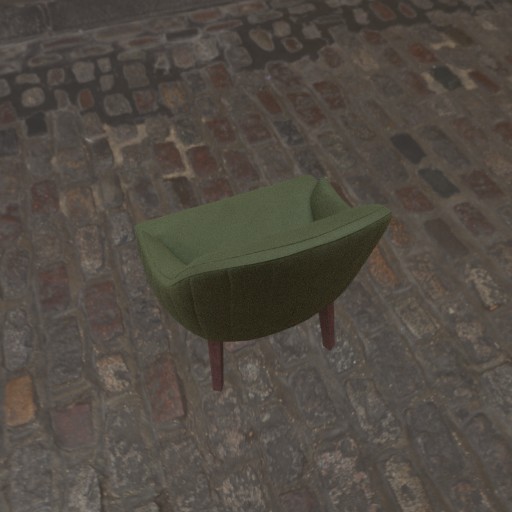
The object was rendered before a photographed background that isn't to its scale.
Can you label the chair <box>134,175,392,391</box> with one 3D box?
[{"bbox_3d":[0.000,0.000,1.295,0.643,0.889,0.575,-18,59,-11],"label":"chair"}]
